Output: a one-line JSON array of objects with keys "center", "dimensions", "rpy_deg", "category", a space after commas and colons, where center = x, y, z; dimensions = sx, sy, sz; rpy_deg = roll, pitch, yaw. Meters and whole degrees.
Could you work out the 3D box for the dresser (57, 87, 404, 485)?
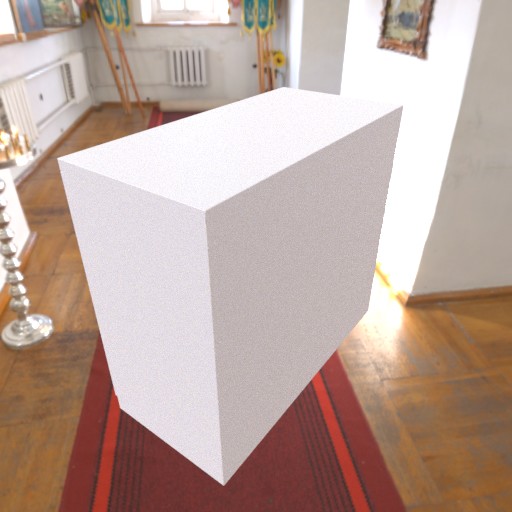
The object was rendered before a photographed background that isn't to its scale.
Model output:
[{"center": [0.000, 0.000, 1.264], "dimensions": [0.420, 0.740, 0.830], "rpy_deg": [21, 38, 30], "category": "dresser"}]
